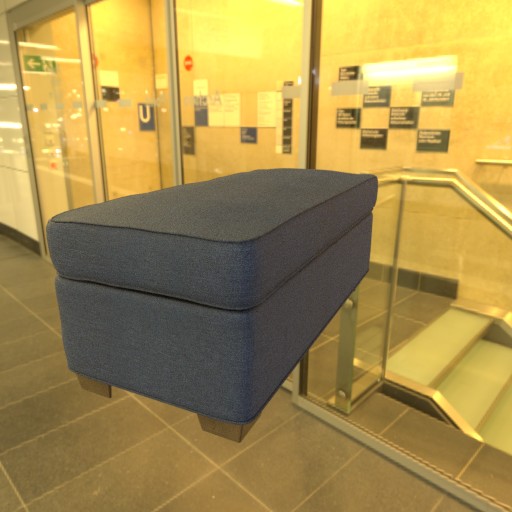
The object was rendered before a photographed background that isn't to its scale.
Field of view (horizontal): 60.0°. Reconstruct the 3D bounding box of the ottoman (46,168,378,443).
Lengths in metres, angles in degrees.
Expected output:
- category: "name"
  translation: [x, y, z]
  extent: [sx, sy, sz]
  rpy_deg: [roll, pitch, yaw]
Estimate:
- category: "ottoman"
  translation: [0.000, 0.000, 1.368]
  extent: [0.515, 0.460, 1.110]
  rpy_deg: [8, 19, 25]
